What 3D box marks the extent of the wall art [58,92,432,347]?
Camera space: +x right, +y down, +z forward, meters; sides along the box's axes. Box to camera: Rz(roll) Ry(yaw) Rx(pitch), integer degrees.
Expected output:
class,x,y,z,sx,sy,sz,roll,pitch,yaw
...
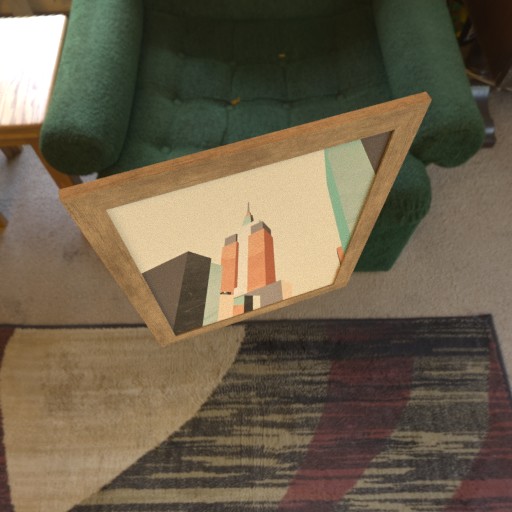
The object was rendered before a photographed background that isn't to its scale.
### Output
class,x,y,z,sx,sy,sz,roll,pitch,yaw
wall art,0.000,0.000,0.912,0.534,0.686,0.018,-17,64,-9
